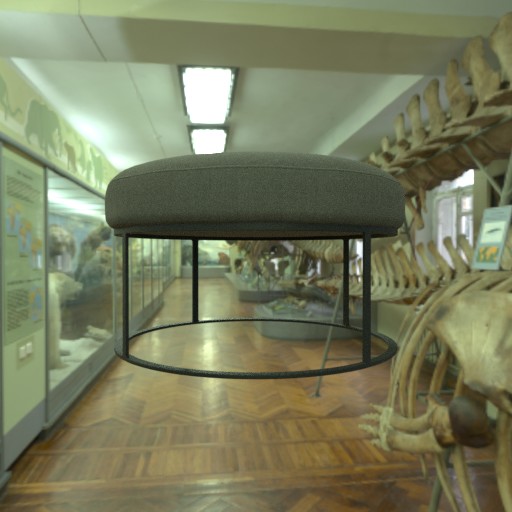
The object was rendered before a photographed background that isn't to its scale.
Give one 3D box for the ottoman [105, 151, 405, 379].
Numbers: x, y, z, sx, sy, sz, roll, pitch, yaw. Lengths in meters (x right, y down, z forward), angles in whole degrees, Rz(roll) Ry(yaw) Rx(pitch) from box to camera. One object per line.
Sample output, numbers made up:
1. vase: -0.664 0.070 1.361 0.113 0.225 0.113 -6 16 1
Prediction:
1. ottoman: 0.000 0.000 1.198 0.772 0.460 0.772 0 0 0
